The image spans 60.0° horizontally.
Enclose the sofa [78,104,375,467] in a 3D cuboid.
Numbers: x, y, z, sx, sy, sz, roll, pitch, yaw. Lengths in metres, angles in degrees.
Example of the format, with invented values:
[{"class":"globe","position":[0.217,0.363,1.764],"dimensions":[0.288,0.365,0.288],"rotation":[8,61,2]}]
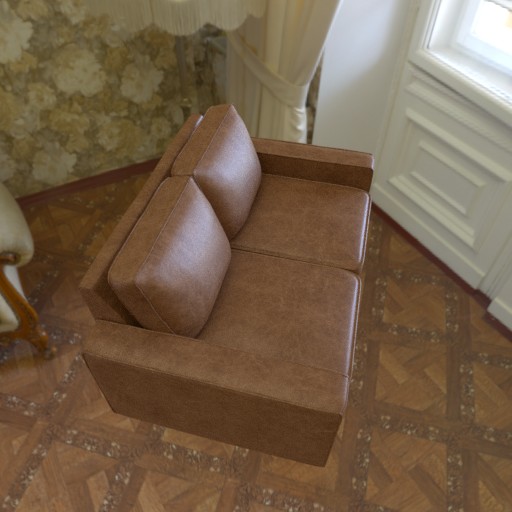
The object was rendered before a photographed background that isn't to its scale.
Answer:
[{"class":"sofa","position":[0.000,0.000,2.130],"dimensions":[1.020,0.896,1.532],"rotation":[10,49,9]}]
